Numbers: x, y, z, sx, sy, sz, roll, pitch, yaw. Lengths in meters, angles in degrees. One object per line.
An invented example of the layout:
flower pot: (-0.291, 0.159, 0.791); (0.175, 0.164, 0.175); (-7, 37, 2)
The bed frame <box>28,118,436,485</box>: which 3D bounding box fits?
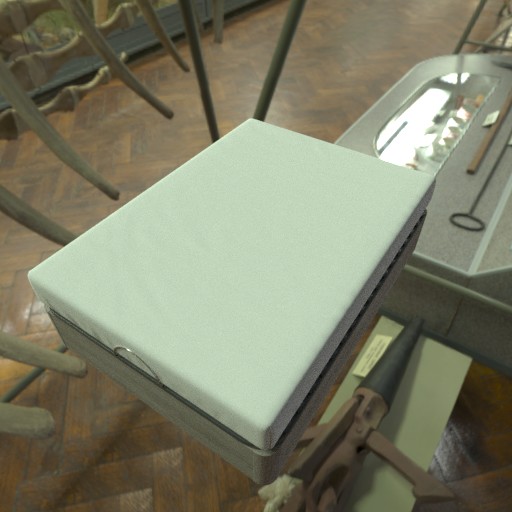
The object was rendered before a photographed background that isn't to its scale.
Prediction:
bed frame: (0.000, 0.000, 2.557); (1.400, 0.561, 1.900); (25, 49, 24)
